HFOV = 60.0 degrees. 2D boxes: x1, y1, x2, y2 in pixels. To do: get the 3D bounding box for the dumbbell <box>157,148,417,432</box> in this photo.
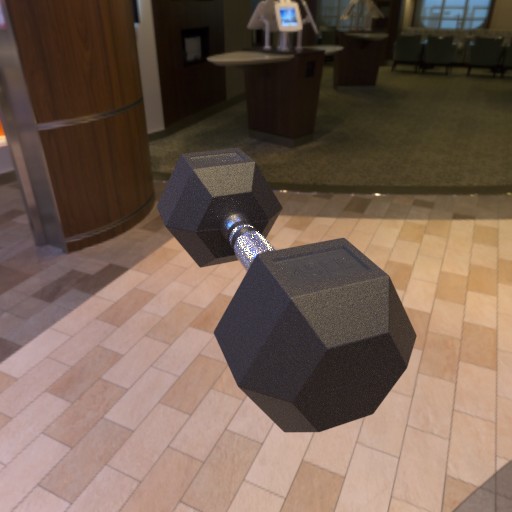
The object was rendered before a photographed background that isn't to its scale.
[{"bbox_3d":[0.000,0.000,0.433,0.141,0.123,0.356,-11,32,-18],"label":"dumbbell"}]
